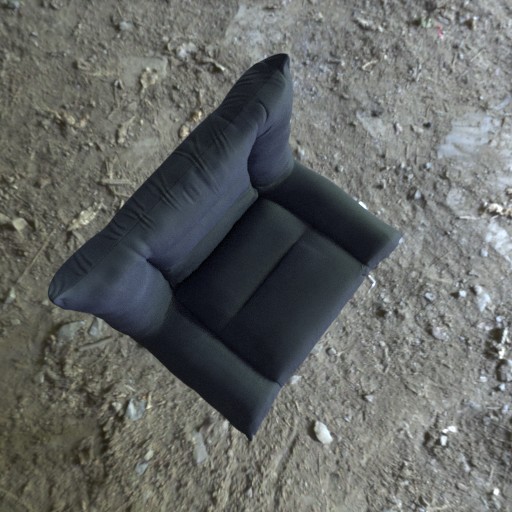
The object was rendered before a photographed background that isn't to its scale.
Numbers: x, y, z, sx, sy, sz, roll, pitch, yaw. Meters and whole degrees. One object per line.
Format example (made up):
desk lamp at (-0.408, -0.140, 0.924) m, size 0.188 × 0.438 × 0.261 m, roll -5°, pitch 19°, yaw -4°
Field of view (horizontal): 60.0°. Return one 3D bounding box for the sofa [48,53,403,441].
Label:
sofa at (0.000, 0.000, 1.699) m, size 0.849 × 0.778 × 1.122 m, roll 38°, pitch 78°, yaw 9°
